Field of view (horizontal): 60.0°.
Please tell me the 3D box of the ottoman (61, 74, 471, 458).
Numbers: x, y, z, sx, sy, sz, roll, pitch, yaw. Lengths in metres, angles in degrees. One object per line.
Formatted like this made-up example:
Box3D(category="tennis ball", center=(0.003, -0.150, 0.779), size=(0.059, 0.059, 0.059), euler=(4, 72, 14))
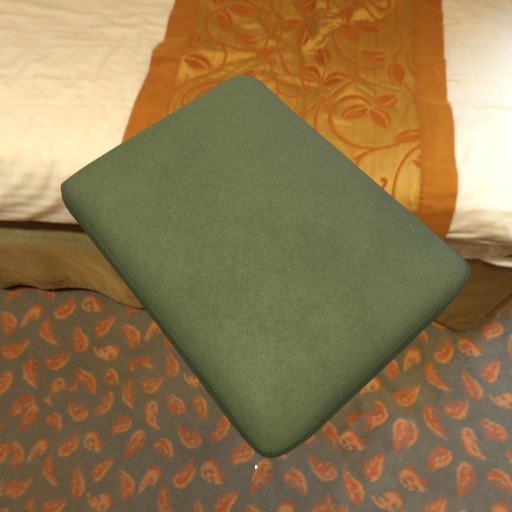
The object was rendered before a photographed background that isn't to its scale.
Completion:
Box3D(category="ottoman", center=(0.000, 0.000, 1.143), size=(0.608, 0.449, 0.811), euler=(-37, 70, -16))
